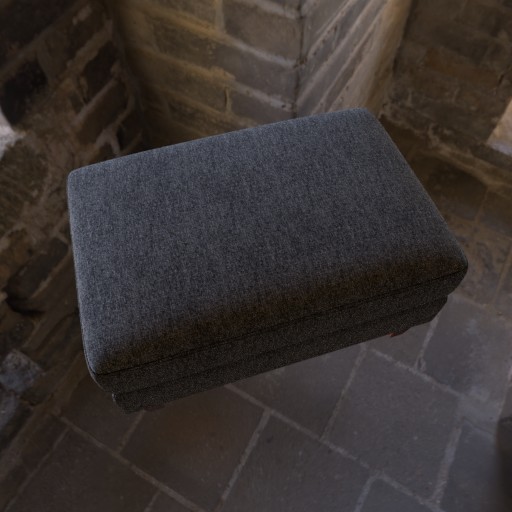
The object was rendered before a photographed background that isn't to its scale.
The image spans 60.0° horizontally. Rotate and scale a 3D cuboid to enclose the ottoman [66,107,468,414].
[{"bbox_3d":[0.000,0.000,1.201,0.864,0.483,0.584,-15,60,-9],"label":"ottoman"}]
